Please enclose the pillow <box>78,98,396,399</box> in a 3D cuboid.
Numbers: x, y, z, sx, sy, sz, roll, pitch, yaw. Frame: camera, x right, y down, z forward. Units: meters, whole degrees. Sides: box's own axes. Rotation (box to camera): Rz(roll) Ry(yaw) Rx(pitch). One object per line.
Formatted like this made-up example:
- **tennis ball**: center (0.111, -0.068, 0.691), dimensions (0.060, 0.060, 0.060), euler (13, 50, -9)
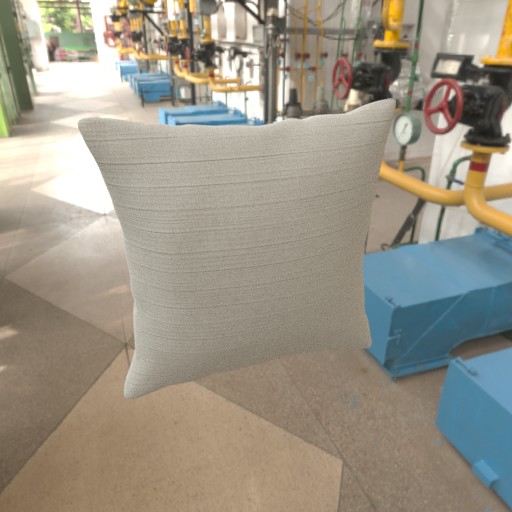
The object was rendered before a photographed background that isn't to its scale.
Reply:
- **pillow**: center (0.000, 0.000, 0.717), dimensions (0.470, 0.464, 0.175), euler (-9, 28, -17)
